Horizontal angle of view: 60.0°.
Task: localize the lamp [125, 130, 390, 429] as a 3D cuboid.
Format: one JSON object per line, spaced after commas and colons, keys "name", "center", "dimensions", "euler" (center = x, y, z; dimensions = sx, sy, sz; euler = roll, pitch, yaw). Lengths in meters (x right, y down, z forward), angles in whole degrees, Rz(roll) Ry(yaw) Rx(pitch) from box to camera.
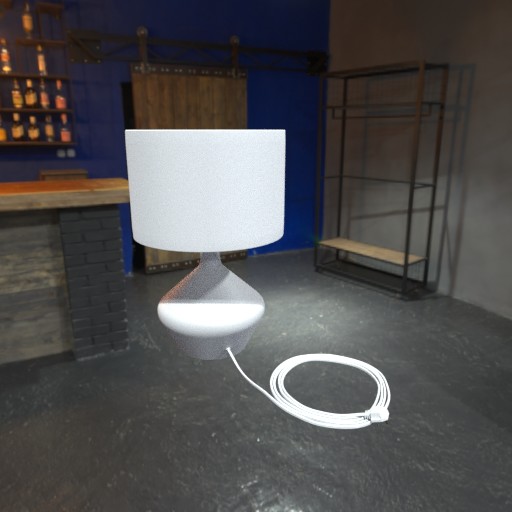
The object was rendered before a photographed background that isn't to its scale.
{"name": "lamp", "center": [0.000, 0.000, 0.837], "dimensions": [0.401, 0.457, 0.546], "euler": [-8, 18, -25]}
